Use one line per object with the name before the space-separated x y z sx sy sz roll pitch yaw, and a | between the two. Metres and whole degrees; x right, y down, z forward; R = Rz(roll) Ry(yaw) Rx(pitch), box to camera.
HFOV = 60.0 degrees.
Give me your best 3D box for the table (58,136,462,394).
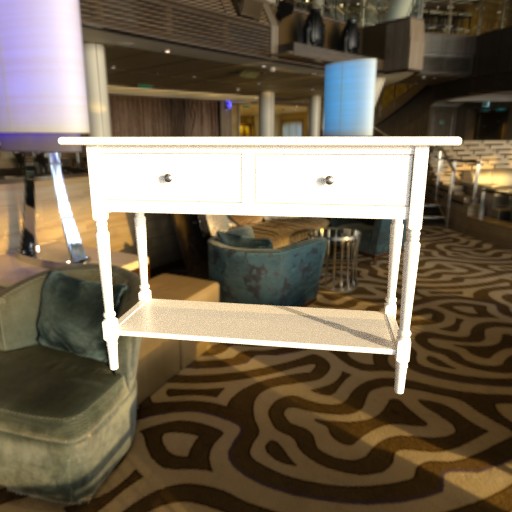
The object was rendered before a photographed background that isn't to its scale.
table | 0.000 0.000 1.573 1.191 0.814 0.386 2 15 9
